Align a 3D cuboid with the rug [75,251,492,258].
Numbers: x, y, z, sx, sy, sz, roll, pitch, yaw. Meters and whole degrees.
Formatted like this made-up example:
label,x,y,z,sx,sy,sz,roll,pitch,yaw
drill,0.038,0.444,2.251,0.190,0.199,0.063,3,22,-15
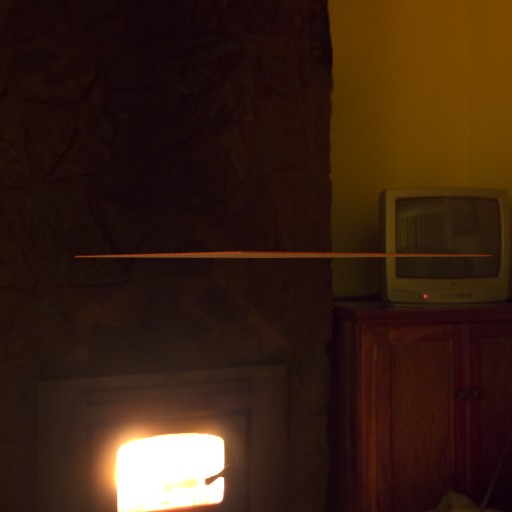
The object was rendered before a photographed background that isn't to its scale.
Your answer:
label,x,y,z,sx,sy,sz,roll,pitch,yaw
rug,0.000,0.000,3.873,2.300,0.012,2.929,0,-1,-36
